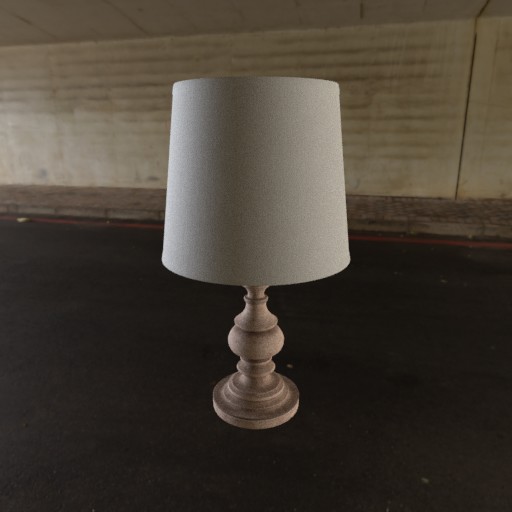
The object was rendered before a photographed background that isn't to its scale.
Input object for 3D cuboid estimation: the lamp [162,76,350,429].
[{"bbox_3d":[0.000,0.000,0.657,0.273,0.497,0.273,0,16,0],"label":"lamp"}]
